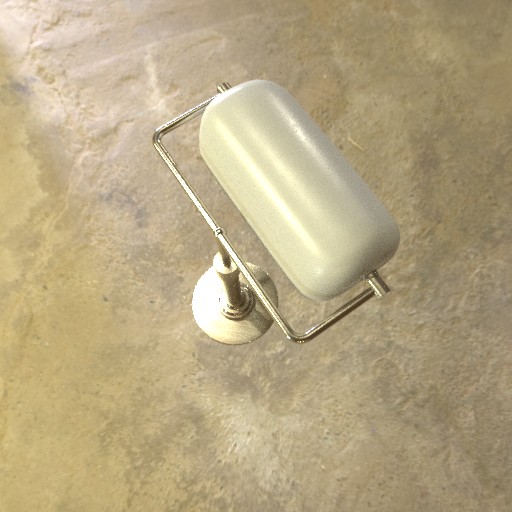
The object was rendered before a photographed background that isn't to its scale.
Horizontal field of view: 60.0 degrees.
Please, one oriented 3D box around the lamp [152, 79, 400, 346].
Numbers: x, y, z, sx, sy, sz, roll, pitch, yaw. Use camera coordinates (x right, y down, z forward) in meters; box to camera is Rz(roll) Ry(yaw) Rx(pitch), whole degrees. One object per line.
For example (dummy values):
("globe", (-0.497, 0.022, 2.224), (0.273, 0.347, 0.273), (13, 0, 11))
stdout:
("lamp", (0.000, 0.000, 0.571), (0.227, 0.404, 0.269), (-33, 76, -9))
